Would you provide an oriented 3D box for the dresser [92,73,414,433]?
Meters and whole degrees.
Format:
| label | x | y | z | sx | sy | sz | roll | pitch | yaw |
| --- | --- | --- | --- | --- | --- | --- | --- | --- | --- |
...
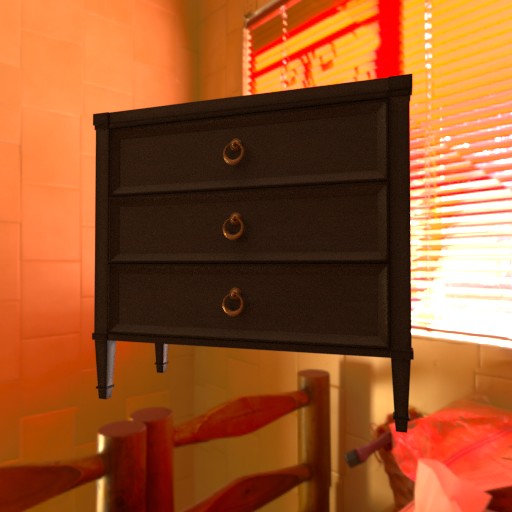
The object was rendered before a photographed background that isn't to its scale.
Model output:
| label | x | y | z | sx | sy | sz | roll | pitch | yaw |
| --- | --- | --- | --- | --- | --- | --- | --- | --- | --- |
| dresser | 0.000 | 0.000 | 1.579 | 1.049 | 0.986 | 0.463 | 0 | -1 | 18 |
